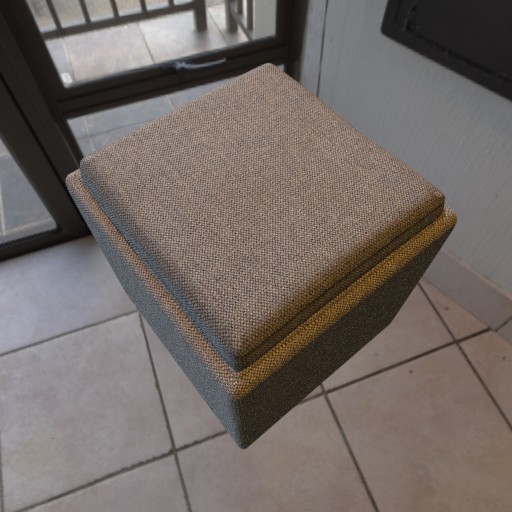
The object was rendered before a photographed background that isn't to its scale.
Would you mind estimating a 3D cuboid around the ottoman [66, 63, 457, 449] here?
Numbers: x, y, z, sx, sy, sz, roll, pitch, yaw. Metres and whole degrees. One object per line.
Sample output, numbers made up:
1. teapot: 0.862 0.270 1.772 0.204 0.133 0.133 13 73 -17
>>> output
1. ottoman: 0.000 0.000 0.836 0.436 0.487 0.454 -35 65 -19
